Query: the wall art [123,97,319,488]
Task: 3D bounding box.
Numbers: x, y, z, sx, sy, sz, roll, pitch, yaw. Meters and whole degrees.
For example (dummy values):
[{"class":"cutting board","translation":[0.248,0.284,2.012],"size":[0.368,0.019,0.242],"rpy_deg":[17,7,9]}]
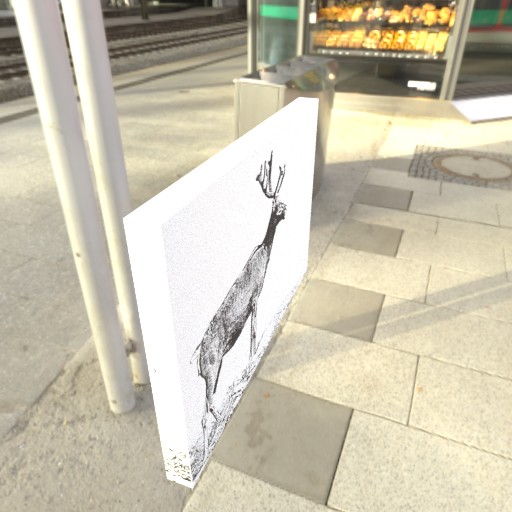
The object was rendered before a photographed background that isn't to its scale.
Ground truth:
[{"class":"wall art","translation":[0.000,0.000,0.768],"size":[0.042,0.414,0.608],"rpy_deg":[11,32,18]}]
